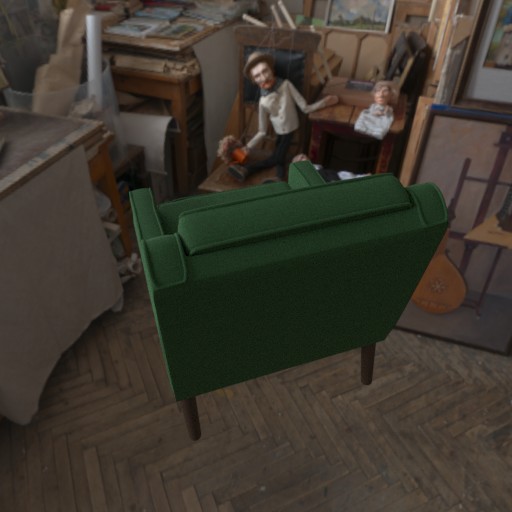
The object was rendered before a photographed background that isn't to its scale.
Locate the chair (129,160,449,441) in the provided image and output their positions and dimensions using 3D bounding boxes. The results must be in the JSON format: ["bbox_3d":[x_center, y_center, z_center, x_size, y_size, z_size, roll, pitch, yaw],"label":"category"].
[{"bbox_3d":[0.000,0.000,1.351,0.663,0.792,0.743,-13,43,-14],"label":"chair"}]
